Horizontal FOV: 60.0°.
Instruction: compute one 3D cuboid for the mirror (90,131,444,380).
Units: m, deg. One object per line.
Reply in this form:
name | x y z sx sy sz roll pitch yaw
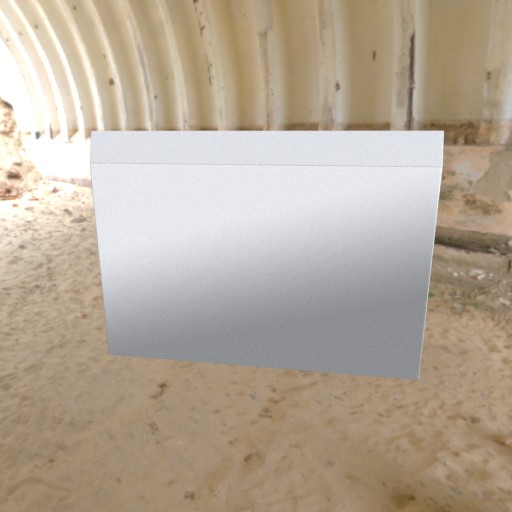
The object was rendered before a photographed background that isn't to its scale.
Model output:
mirror | 0.000 0.000 1.159 0.870 0.630 0.030 2 16 9
